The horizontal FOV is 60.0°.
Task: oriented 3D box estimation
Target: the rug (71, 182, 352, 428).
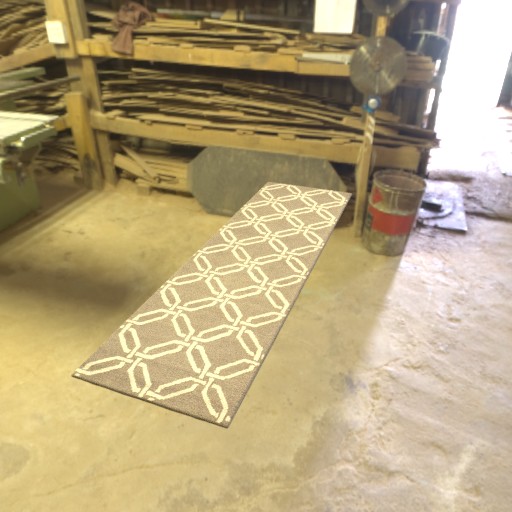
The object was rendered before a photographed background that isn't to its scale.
[{"bbox_3d":[0.000,0.000,2.550,0.678,0.014,2.276,11,32,18],"label":"rug"}]
